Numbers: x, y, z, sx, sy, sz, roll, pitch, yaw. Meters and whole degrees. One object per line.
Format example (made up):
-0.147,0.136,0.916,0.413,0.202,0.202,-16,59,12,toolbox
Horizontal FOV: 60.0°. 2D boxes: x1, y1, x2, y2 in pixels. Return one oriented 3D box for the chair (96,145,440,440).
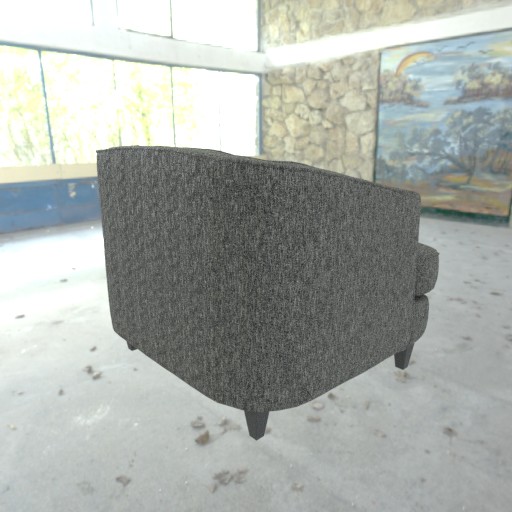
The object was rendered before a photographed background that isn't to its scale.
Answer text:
0.000,0.000,1.743,0.941,0.852,1.104,-14,20,-41,chair
